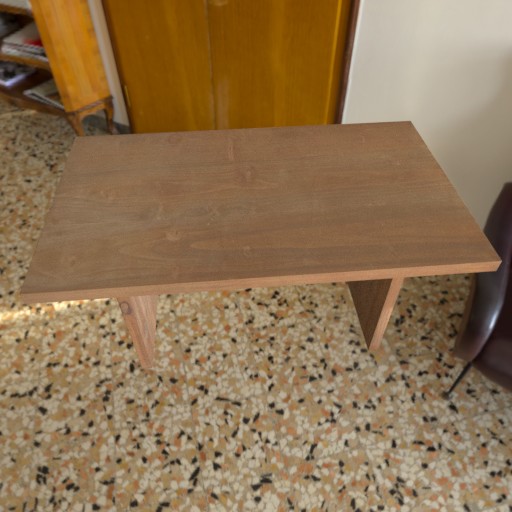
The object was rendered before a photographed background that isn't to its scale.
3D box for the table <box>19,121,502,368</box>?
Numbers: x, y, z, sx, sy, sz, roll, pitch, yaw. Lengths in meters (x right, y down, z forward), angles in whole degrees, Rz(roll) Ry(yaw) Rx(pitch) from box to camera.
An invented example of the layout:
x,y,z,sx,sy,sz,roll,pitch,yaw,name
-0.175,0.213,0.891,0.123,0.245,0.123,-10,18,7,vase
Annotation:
x,y,z,sx,sy,sz,roll,pitch,yaw,name
0.000,0.000,2.076,1.609,0.780,0.946,-4,46,-4,table
